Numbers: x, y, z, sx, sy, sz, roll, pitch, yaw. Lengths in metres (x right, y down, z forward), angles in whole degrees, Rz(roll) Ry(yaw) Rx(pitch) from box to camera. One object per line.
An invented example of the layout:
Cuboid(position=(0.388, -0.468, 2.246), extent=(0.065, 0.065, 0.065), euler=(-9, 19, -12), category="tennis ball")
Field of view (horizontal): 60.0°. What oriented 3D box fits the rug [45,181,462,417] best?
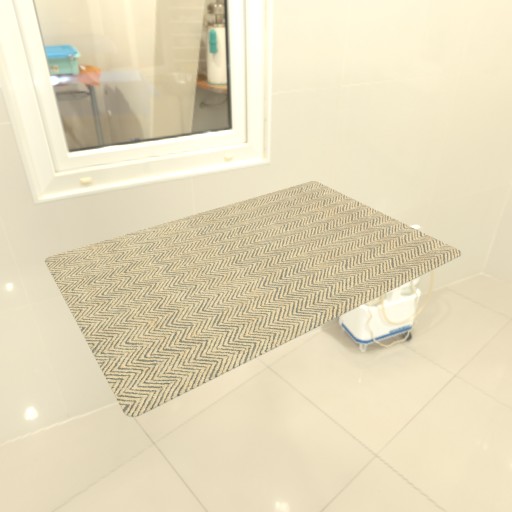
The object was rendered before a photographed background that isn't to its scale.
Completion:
Cuboid(position=(0.000, 0.000, 2.200), extent=(1.752, 0.008, 1.144), euler=(-20, 37, -29), category="rug")
